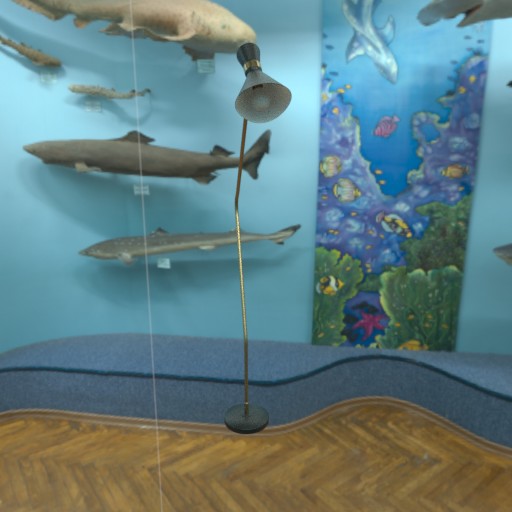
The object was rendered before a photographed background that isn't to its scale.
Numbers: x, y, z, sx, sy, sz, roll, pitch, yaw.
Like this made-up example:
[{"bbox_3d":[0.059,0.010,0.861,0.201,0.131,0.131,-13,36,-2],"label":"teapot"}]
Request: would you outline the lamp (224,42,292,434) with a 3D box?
[{"bbox_3d":[0.000,0.000,1.646,0.277,1.438,0.467,3,14,10],"label":"lamp"}]
